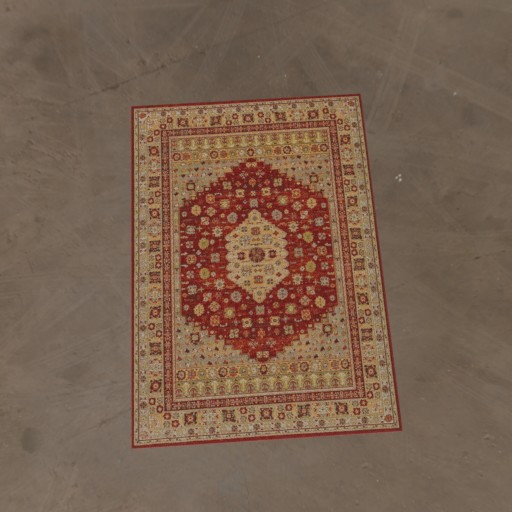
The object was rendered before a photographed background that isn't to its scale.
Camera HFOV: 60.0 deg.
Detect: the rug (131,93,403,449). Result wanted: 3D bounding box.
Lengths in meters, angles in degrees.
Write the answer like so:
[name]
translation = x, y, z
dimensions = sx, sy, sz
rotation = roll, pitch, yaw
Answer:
[rug]
translation = 0.000, 0.000, 2.832
dimensions = 1.593, 0.013, 2.211
rotation = -3, 78, -1
